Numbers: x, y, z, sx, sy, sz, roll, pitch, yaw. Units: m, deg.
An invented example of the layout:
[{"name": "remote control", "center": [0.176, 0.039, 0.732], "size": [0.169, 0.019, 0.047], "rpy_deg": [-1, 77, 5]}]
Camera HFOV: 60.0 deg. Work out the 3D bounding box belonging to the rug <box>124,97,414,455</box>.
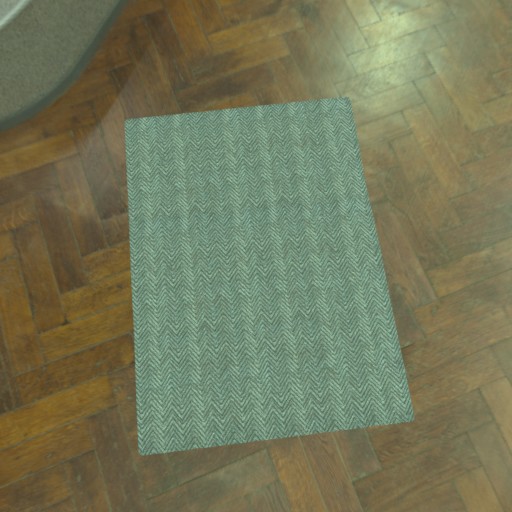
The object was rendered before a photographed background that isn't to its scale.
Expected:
[{"name": "rug", "center": [0.000, 0.000, 5.132], "size": [2.894, 0.011, 3.957], "rpy_deg": [-6, 74, -2]}]
